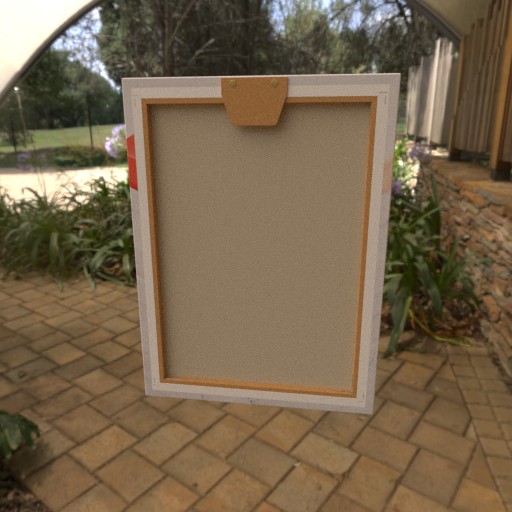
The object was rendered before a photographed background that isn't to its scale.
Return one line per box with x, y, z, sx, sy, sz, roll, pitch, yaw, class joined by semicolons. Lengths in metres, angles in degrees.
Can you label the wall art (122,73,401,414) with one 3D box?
0.000;0.000;1.342;0.759;1.014;0.045;2;16;8;wall art
